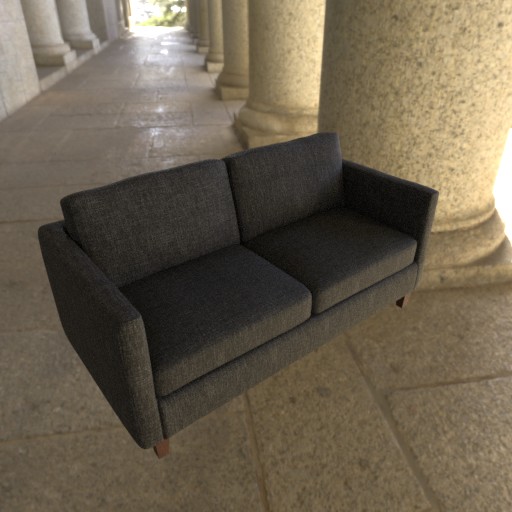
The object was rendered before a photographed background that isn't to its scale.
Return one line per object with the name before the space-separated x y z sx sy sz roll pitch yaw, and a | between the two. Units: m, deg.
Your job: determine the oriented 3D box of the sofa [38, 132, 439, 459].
sofa | 0.000 0.000 2.359 1.884 0.963 0.950 -22 37 -32
